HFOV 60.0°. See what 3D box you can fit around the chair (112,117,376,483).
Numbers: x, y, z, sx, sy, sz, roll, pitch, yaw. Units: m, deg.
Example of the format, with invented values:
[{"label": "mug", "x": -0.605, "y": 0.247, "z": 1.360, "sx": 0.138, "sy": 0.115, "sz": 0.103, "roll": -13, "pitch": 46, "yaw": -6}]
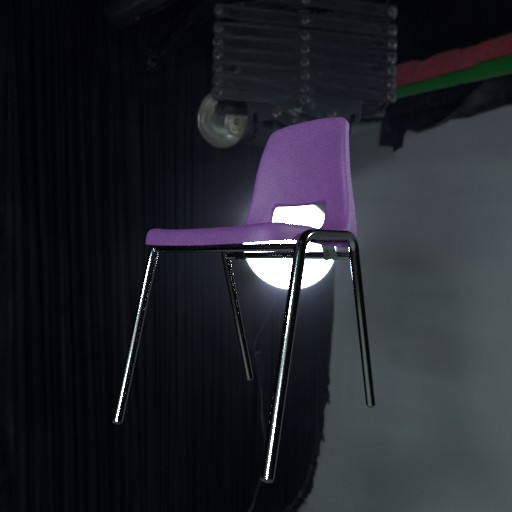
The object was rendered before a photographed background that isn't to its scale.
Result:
[{"label": "chair", "x": 0.000, "y": 0.000, "z": 0.913, "sx": 0.381, "sy": 0.654, "sz": 0.432, "roll": 0, "pitch": 0, "yaw": 38}]
